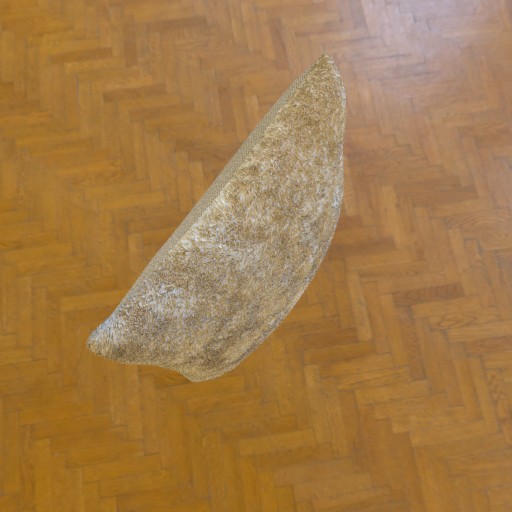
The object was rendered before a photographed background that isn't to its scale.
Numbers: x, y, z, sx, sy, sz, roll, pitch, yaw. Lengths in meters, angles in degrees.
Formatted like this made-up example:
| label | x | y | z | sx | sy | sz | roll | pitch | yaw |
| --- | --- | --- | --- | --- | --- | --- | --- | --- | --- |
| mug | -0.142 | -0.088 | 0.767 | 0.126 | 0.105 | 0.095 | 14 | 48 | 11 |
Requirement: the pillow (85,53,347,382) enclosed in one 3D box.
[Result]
| label | x | y | z | sx | sy | sz | roll | pitch | yaw |
| --- | --- | --- | --- | --- | --- | --- | --- | --- | --- |
| pillow | 0.000 | 0.000 | 0.809 | 0.218 | 0.515 | 0.529 | 34 | 78 | 9 |
